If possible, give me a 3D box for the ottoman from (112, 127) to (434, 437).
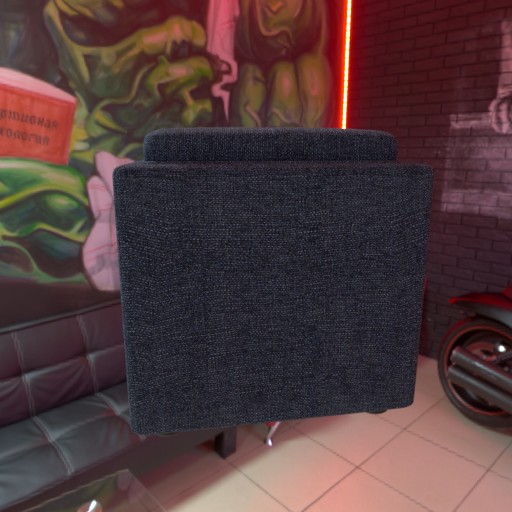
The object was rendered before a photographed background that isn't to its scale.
[{"bbox_3d":[0.000,0.000,0.842,0.450,0.460,0.450,-2,13,-10],"label":"ottoman"}]
